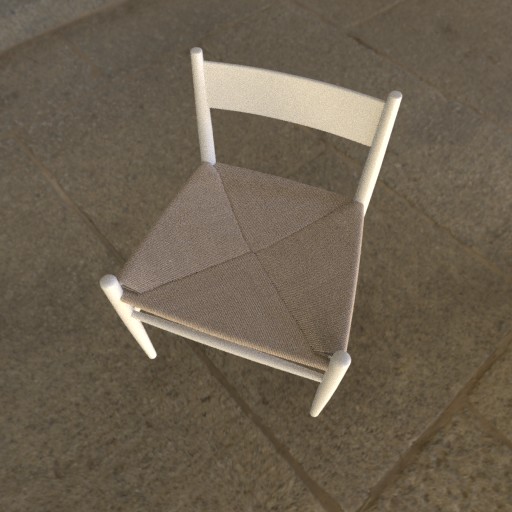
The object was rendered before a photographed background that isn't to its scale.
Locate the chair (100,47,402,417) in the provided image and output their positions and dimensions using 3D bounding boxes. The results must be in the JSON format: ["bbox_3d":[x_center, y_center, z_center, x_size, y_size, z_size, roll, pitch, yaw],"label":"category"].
[{"bbox_3d":[0.000,0.000,1.118,0.556,0.762,0.495,17,60,10],"label":"chair"}]
